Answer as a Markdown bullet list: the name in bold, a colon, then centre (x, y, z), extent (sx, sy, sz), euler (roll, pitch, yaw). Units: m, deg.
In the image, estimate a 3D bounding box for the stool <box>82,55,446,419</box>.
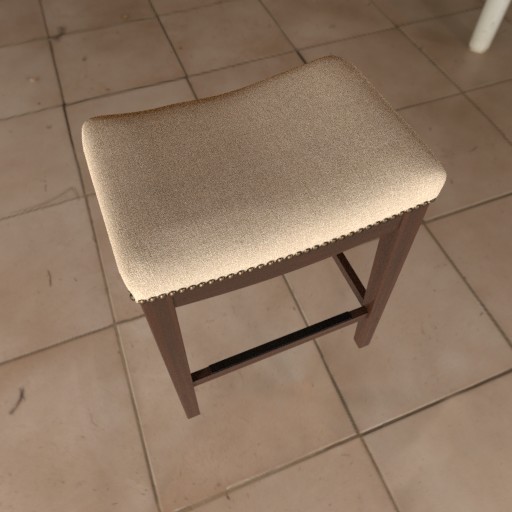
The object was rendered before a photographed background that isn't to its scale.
- **stool**: centre (0.000, 0.000, 0.950), extent (0.509, 0.669, 0.363), euler (-19, 59, -12)
